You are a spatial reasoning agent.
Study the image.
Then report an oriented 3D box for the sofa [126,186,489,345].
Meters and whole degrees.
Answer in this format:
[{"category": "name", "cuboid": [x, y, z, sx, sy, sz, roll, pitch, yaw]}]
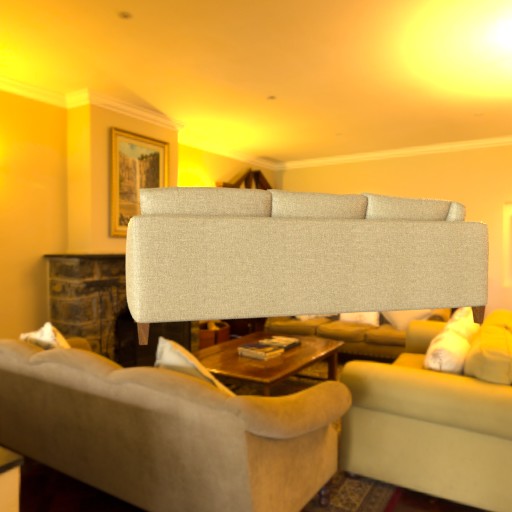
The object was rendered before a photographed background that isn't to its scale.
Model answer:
[{"category": "sofa", "cuboid": [0.000, 0.000, 4.534, 2.594, 0.961, 3.460, 0, 1, -17]}]
